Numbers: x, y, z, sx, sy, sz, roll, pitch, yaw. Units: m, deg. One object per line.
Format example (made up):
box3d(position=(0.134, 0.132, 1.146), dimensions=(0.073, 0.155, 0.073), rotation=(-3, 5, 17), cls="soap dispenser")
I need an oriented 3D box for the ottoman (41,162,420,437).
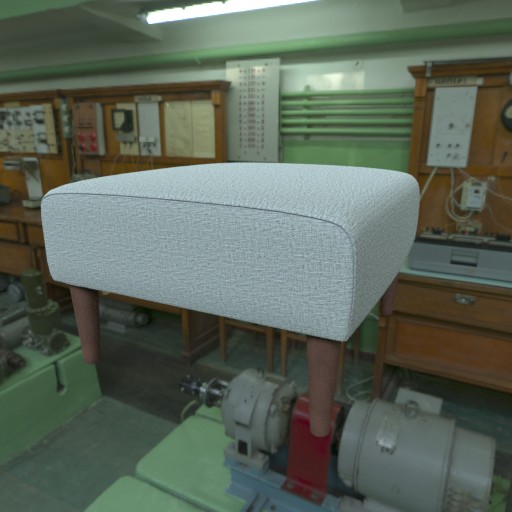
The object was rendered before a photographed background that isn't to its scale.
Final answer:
box3d(position=(0.000, 0.000, 1.032), dimensions=(0.649, 0.398, 0.650), rotation=(8, 18, 26), cls="ottoman")
